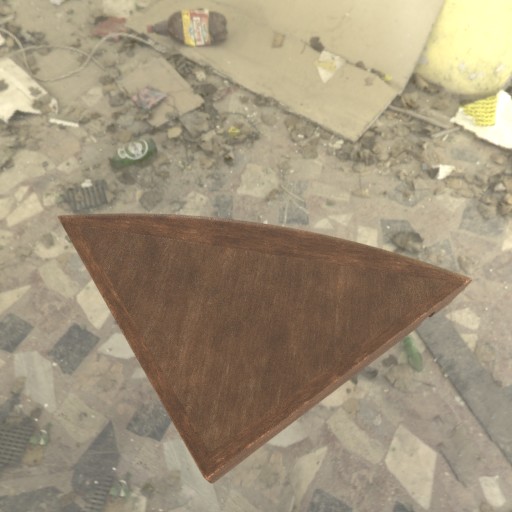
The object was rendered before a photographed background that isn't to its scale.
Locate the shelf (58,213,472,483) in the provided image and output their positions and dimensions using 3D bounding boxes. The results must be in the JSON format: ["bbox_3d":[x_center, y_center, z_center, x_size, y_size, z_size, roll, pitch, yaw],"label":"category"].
[{"bbox_3d":[0.000,0.000,0.472,0.310,0.050,0.310,-31,63,-17],"label":"shelf"}]
